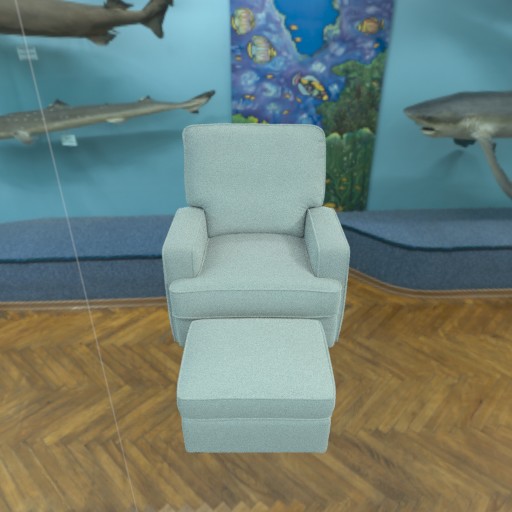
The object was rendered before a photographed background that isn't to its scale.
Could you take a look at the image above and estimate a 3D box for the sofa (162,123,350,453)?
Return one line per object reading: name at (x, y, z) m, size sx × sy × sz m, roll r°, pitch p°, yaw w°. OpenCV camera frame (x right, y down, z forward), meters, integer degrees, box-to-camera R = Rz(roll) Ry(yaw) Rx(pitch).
sofa at (0.000, 0.000, 2.067) m, size 0.861 × 0.959 × 1.472 m, roll 0°, pitch 30°, yaw 0°
